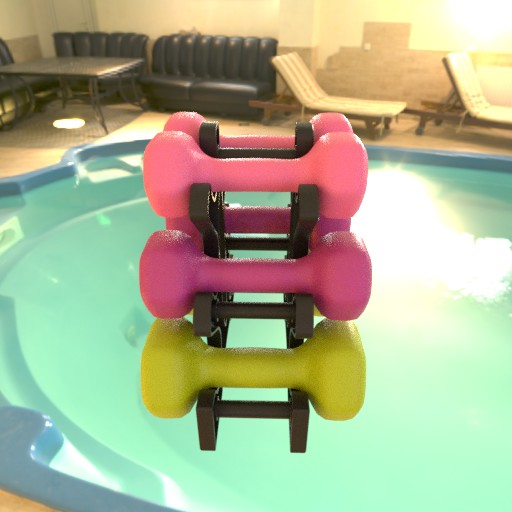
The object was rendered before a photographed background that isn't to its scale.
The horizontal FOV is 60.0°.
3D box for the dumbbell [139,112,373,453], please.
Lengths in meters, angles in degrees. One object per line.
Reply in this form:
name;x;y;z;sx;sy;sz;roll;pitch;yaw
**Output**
dumbbell;0.000;0.000;0.442;0.203;0.261;0.257;1;31;1
